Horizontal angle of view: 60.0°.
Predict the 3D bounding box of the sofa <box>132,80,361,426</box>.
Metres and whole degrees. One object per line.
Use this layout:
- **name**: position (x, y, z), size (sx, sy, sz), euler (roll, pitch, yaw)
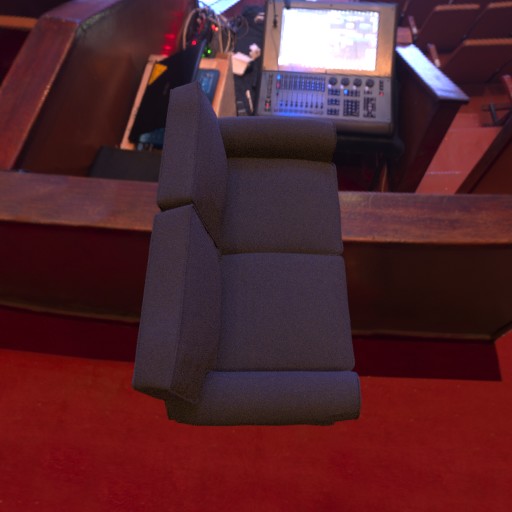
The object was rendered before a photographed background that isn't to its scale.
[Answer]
- **sofa**: position (0.000, 0.000, 2.470), size (0.997, 1.059, 1.801), euler (0, 63, 0)
